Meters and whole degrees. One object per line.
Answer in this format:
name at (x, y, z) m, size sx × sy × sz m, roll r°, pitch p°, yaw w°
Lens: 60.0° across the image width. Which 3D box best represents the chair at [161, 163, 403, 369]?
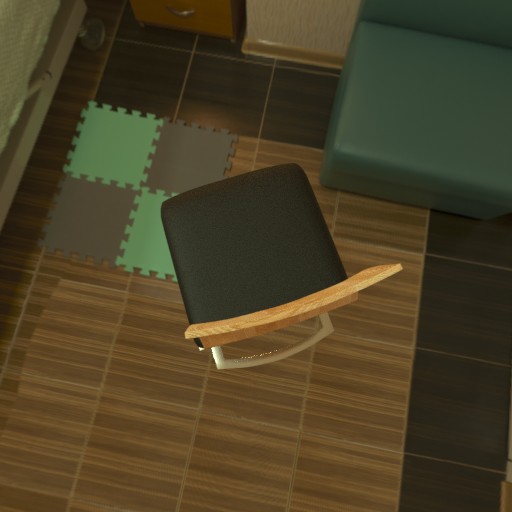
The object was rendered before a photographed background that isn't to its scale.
chair at (0.000, 0.000, 1.232) m, size 0.462 × 0.936 × 0.560 m, roll -17°, pitch 76°, yaw -5°
